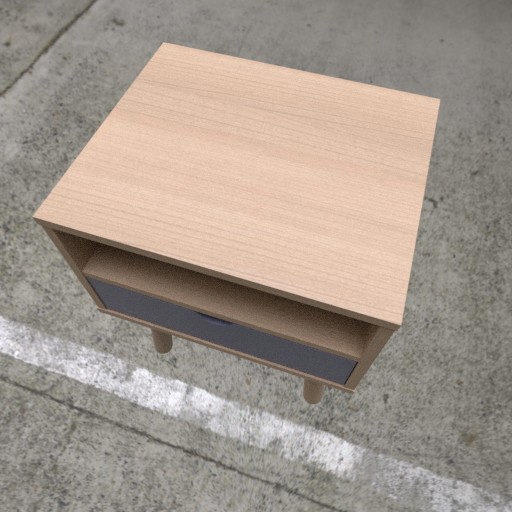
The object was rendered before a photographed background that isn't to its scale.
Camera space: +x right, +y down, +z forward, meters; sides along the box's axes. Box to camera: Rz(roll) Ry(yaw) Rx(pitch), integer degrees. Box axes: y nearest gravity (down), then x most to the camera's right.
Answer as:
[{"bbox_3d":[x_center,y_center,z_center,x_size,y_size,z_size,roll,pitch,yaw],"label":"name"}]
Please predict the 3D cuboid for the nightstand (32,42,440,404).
[{"bbox_3d":[0.000,0.000,0.825,0.450,0.530,0.380,16,59,10],"label":"nightstand"}]
